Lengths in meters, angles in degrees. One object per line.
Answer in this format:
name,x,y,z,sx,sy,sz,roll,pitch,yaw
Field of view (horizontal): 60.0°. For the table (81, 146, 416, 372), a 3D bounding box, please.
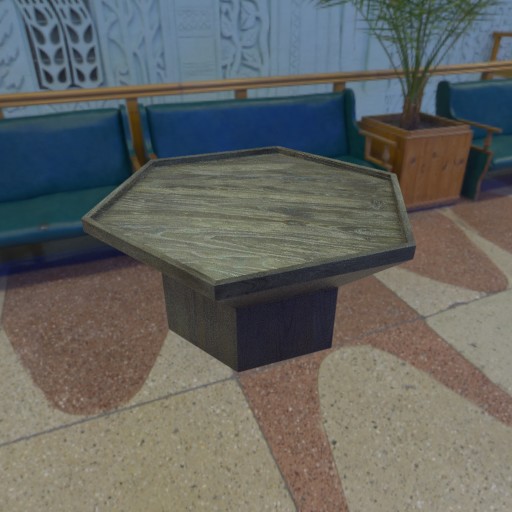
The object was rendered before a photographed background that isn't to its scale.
table,0.000,0.000,1.614,1.115,0.488,0.966,-11,32,-17
